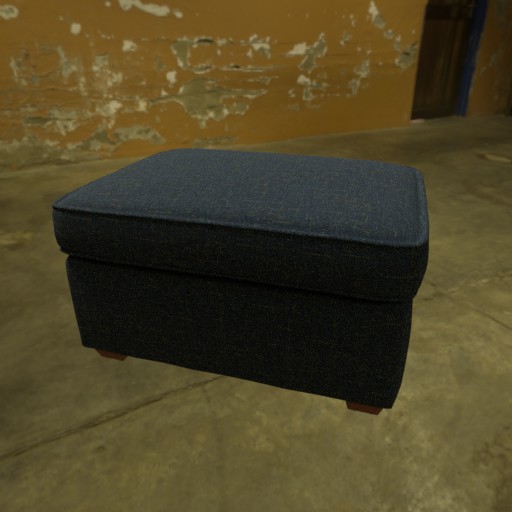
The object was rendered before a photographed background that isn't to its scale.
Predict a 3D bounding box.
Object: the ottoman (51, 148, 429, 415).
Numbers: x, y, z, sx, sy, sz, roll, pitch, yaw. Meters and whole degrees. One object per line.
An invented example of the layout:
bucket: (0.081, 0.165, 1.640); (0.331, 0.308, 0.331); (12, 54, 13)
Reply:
ottoman: (0.000, 0.000, 1.095); (0.749, 0.450, 0.549); (7, 27, 15)
